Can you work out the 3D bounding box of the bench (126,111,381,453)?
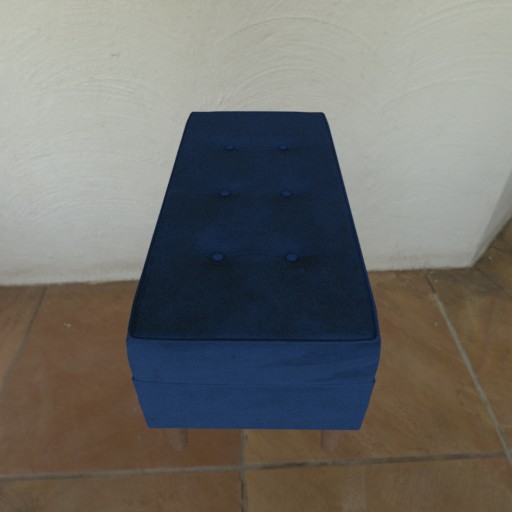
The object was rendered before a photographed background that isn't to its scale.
[{"bbox_3d":[0.000,0.000,1.310,0.489,0.467,1.010,0,41,0],"label":"bench"}]
